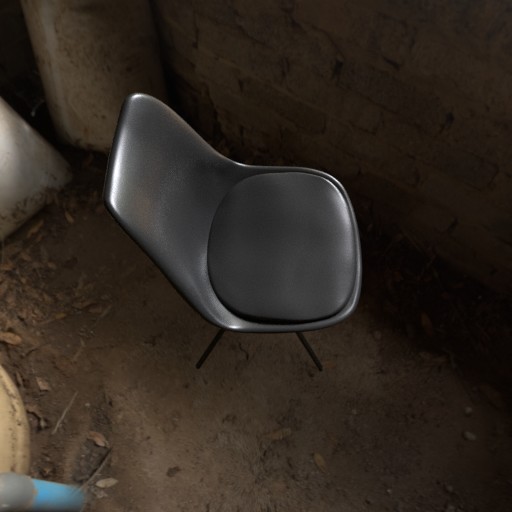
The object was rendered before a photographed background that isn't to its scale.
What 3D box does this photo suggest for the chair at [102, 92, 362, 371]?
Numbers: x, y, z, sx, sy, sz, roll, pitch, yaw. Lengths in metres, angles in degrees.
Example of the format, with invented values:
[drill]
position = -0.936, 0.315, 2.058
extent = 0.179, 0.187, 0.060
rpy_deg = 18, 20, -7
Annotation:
[chair]
position = 0.000, 0.000, 1.156
extent = 0.525, 0.850, 0.461
rpy_deg = 1, 64, 0
